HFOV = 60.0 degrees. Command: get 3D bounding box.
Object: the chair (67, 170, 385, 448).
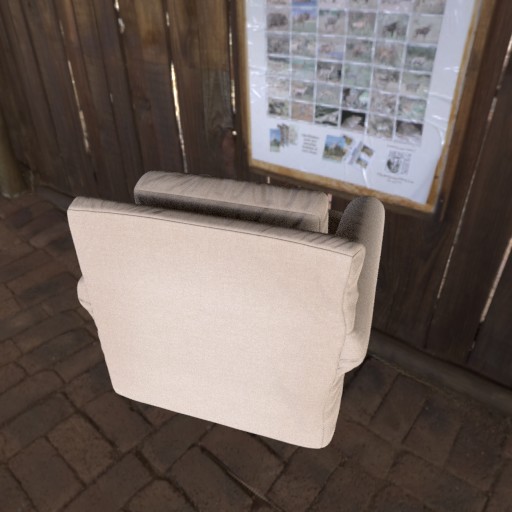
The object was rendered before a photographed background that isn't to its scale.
[{"bbox_3d":[0.000,0.000,1.757,0.940,0.866,1.066,10,35,14],"label":"chair"}]
